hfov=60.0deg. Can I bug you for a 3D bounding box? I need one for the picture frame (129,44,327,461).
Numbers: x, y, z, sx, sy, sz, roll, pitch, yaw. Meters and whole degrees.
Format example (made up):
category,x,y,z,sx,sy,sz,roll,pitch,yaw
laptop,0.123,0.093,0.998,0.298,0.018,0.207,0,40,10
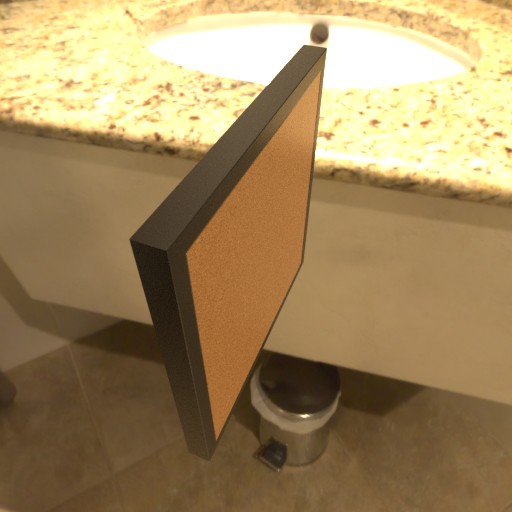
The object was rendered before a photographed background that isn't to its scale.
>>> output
category,x,y,z,sx,sy,sz,roll,pitch,yaw
picture frame,0.000,0.000,0.519,0.029,0.353,0.355,17,48,16
